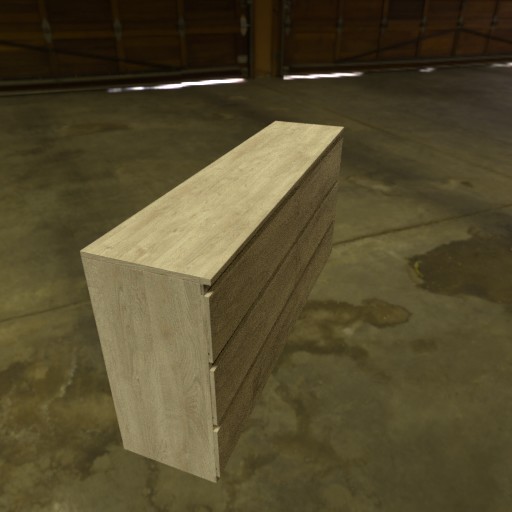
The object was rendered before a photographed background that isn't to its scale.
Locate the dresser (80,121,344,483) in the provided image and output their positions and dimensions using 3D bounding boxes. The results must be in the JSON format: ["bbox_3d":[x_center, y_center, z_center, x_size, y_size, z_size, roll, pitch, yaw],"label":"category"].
[{"bbox_3d":[0.000,0.000,1.943,0.390,0.795,1.590,11,31,18],"label":"dresser"}]
